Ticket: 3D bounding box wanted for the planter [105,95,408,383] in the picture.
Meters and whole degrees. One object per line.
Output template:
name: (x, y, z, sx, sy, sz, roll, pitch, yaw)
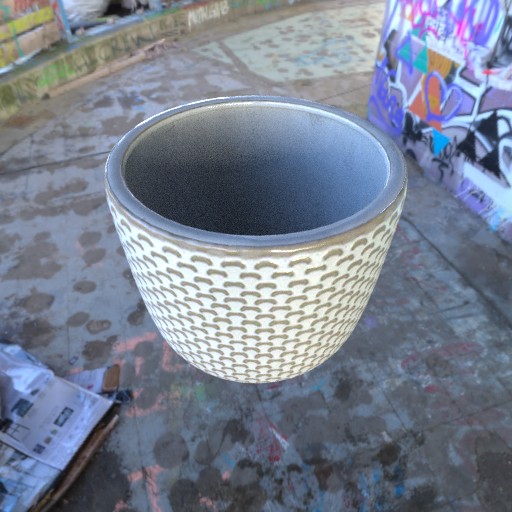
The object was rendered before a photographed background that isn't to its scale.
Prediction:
planter: (0.000, 0.000, 0.308, 0.173, 0.160, 0.173, 0, 42, 0)
